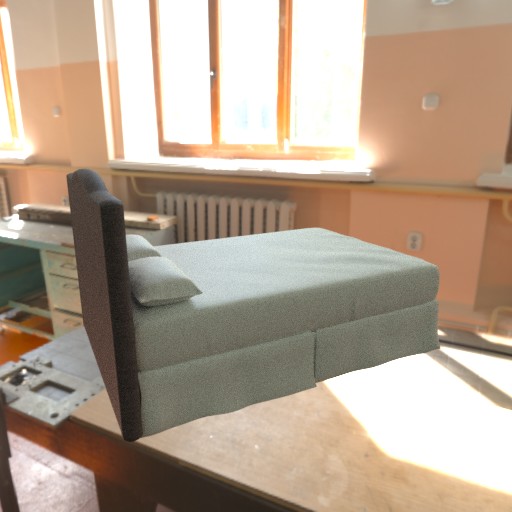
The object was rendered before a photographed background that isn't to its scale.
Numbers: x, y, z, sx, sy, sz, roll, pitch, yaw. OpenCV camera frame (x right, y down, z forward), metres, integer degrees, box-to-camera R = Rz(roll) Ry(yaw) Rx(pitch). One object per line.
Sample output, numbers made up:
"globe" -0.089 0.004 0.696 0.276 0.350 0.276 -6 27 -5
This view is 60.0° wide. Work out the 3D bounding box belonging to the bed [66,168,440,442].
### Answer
"bed" 0.000 0.000 3.502 2.507 1.441 1.741 -8 18 -26
